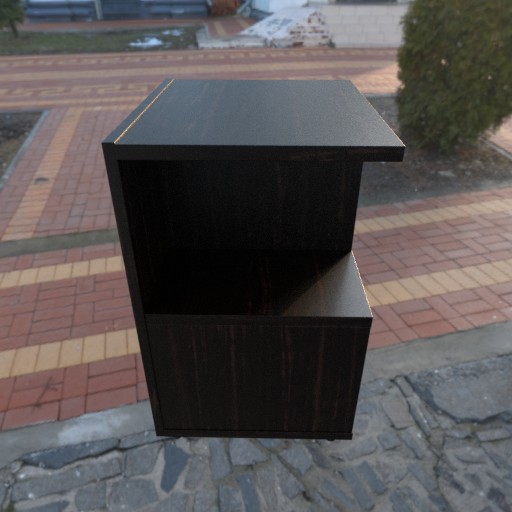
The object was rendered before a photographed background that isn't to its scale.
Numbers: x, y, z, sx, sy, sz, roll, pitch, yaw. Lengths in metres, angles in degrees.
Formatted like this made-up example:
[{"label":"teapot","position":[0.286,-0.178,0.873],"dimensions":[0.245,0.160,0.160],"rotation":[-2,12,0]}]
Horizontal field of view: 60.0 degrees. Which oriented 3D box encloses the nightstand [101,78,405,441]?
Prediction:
[{"label":"nightstand","position":[0.000,0.000,0.834],"dimensions":[0.356,0.559,0.400],"rotation":[1,32,1]}]
